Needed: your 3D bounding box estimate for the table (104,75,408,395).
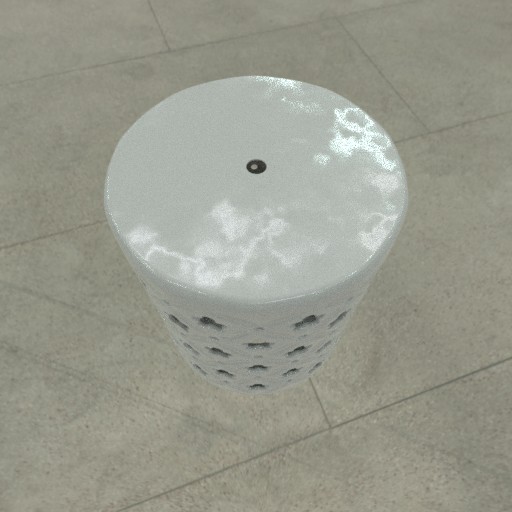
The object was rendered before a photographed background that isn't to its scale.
[{"bbox_3d":[0.000,0.000,0.671,0.352,0.387,0.352,0,58,0],"label":"table"}]
